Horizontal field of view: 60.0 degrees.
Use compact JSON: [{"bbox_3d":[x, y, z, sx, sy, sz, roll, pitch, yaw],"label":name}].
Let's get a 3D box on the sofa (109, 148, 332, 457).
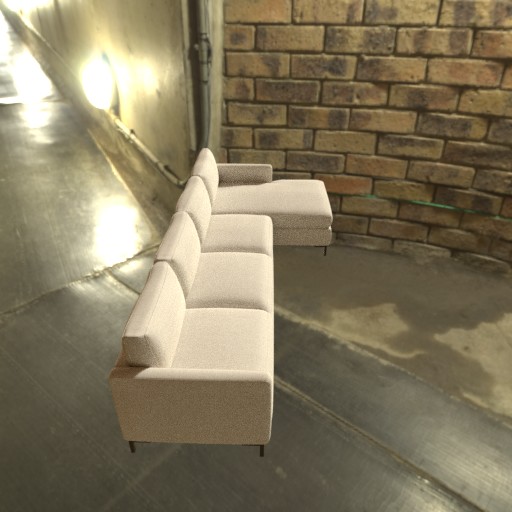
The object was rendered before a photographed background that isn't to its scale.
[{"bbox_3d":[0.000,0.000,2.861,1.126,0.677,2.445,1,32,2],"label":"sofa"}]
